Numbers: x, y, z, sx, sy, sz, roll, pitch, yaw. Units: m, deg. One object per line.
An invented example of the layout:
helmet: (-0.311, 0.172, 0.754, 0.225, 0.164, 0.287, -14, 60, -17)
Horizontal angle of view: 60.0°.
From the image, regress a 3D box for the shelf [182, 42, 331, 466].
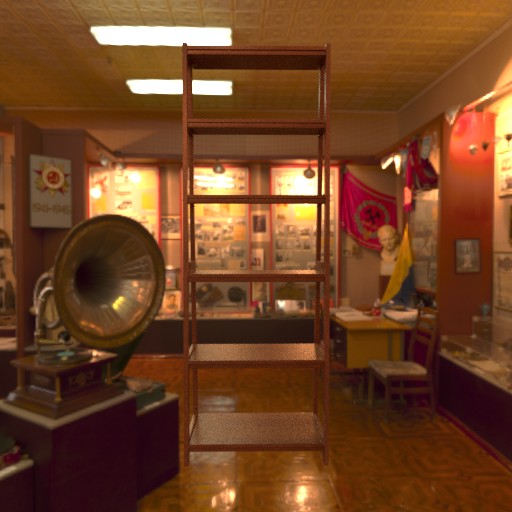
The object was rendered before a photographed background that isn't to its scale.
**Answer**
shelf: (0.000, 0.000, 2.171, 0.660, 1.892, 0.382, 0, 2, -1)
